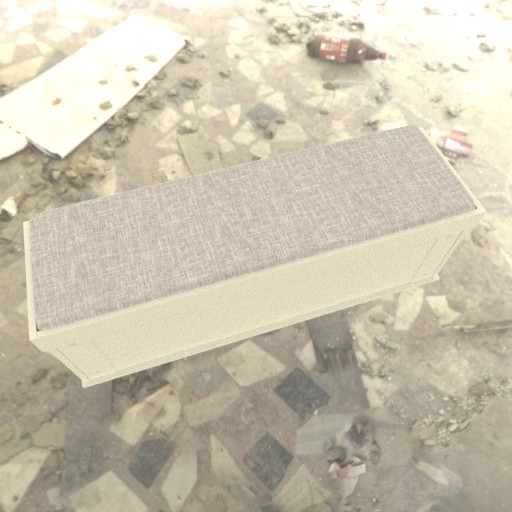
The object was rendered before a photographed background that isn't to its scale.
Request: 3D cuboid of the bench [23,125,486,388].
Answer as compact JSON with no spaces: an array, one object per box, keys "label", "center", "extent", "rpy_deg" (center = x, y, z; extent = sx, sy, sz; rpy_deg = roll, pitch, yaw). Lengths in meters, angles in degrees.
[{"label":"bench","center":[0.000,0.000,1.369],"extent":[1.196,0.453,0.363],"rpy_deg":[-15,59,-10]}]
